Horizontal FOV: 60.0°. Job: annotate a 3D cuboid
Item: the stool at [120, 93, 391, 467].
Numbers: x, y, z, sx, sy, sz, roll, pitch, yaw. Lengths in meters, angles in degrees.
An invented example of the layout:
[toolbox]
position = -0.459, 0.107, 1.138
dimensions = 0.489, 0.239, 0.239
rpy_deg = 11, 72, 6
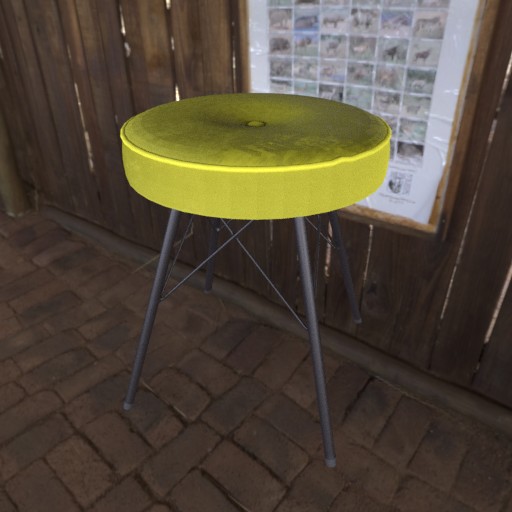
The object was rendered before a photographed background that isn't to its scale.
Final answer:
[stool]
position = 0.000, 0.000, 0.808
dimensions = 0.409, 0.508, 0.409
rpy_deg = 9, 33, 15
